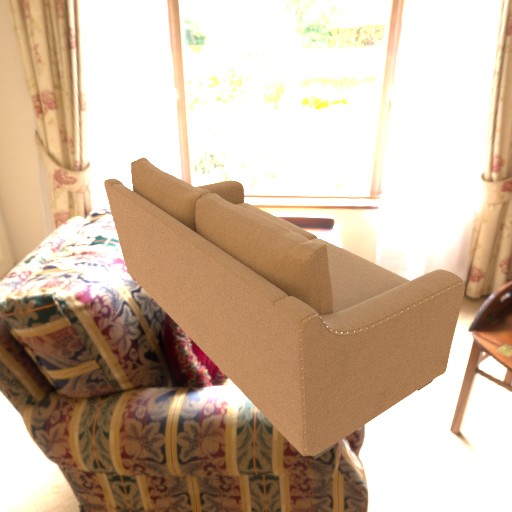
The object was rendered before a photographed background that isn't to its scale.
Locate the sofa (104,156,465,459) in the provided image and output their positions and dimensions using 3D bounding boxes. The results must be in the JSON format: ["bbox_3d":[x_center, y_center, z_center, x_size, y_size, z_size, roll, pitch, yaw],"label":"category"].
[{"bbox_3d":[0.000,0.000,2.525,1.030,0.901,1.967,-17,31,-31],"label":"sofa"}]
